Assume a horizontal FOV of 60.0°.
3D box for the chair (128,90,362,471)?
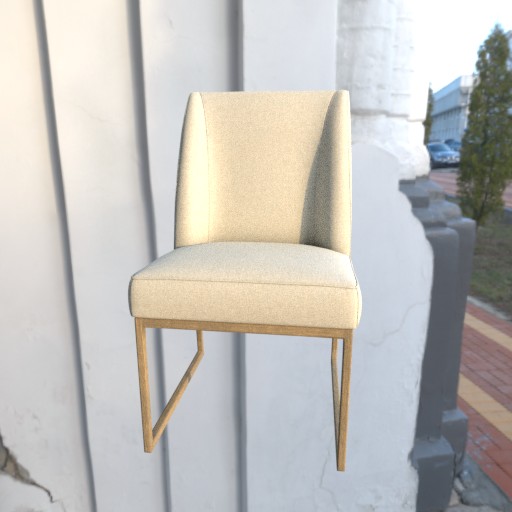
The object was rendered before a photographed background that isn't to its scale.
[{"bbox_3d":[0.000,0.000,1.162,0.508,0.863,0.522,2,15,8],"label":"chair"}]
